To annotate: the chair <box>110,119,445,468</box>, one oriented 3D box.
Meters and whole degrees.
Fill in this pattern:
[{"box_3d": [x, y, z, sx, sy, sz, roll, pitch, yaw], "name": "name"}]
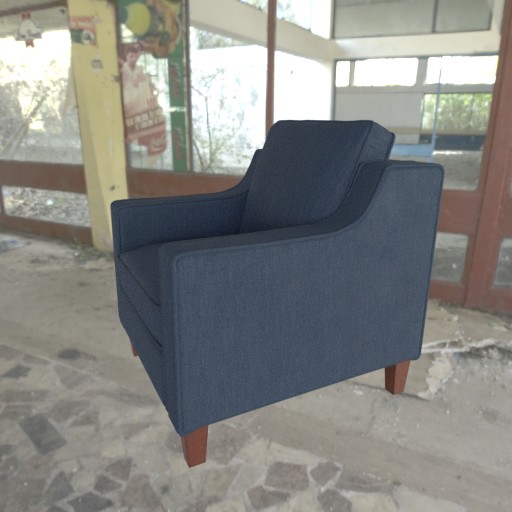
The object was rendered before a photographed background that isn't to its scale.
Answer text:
[{"box_3d": [0.000, 0.000, 1.631, 0.909, 0.960, 0.831, -9, 19, -26], "name": "chair"}]
